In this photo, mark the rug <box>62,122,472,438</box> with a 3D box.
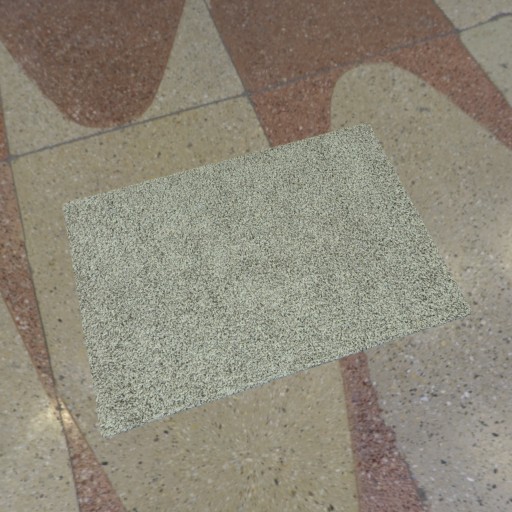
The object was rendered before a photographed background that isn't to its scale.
[{"bbox_3d":[0.000,0.000,2.238,1.778,0.030,1.219,-17,67,-7],"label":"rug"}]
